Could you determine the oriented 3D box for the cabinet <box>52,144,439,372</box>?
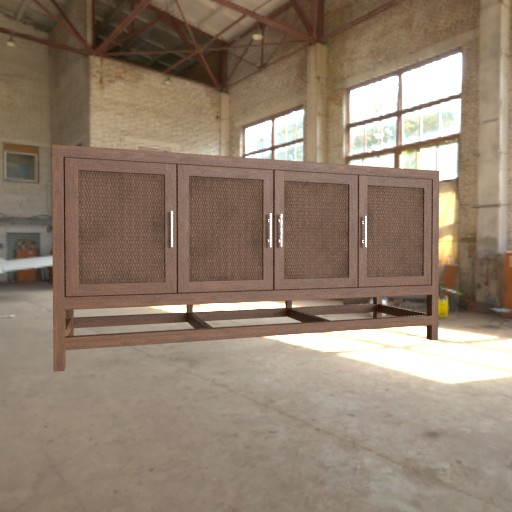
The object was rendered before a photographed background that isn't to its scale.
[{"bbox_3d":[0.000,0.000,2.095,1.708,0.820,0.522,0,1,-19],"label":"cabinet"}]
